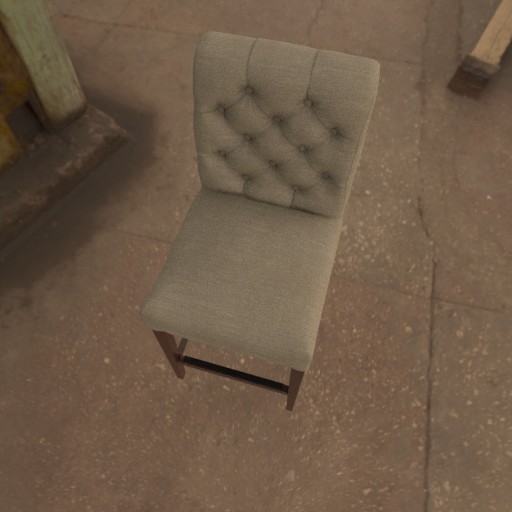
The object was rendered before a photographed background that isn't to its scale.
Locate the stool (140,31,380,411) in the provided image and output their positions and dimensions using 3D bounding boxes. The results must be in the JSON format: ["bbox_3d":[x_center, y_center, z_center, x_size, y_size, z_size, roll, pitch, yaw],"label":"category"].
[{"bbox_3d":[0.000,0.000,1.411,0.486,1.084,0.660,14,60,8],"label":"stool"}]
